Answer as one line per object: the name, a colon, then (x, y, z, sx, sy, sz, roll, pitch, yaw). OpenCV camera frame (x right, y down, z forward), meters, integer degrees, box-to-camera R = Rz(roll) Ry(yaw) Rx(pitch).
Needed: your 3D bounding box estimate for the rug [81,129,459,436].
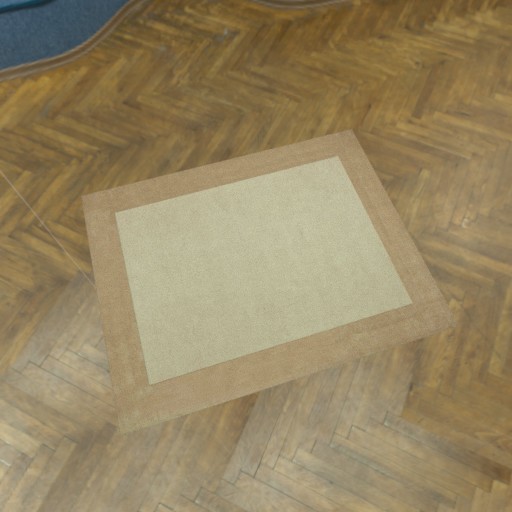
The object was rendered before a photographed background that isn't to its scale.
rug: (0.000, 0.000, 4.288, 3.048, 0.014, 2.438, -16, 64, -8)
